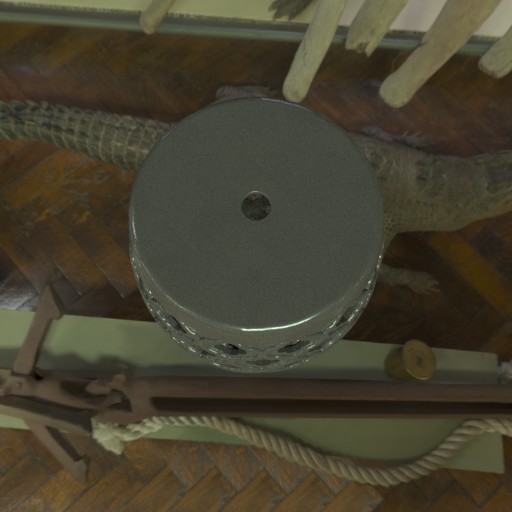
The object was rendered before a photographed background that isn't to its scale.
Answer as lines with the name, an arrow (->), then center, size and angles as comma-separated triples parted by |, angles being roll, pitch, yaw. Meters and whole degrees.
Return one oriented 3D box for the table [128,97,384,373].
table -> 0.000, 0.000, 0.634 | 0.325, 0.388, 0.325 | 0, 75, 0
